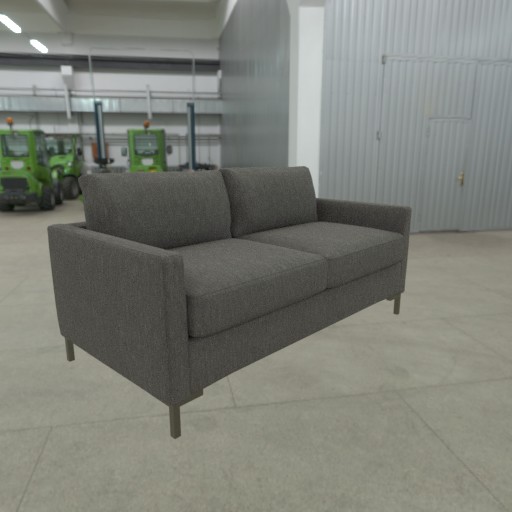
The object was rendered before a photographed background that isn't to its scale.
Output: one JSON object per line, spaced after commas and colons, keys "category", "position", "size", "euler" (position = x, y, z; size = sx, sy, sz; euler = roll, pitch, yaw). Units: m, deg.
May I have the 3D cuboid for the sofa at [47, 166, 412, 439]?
{"category": "sofa", "position": [0.000, 0.000, 2.198], "size": [0.875, 0.840, 1.682], "euler": [13, 18, 42]}
